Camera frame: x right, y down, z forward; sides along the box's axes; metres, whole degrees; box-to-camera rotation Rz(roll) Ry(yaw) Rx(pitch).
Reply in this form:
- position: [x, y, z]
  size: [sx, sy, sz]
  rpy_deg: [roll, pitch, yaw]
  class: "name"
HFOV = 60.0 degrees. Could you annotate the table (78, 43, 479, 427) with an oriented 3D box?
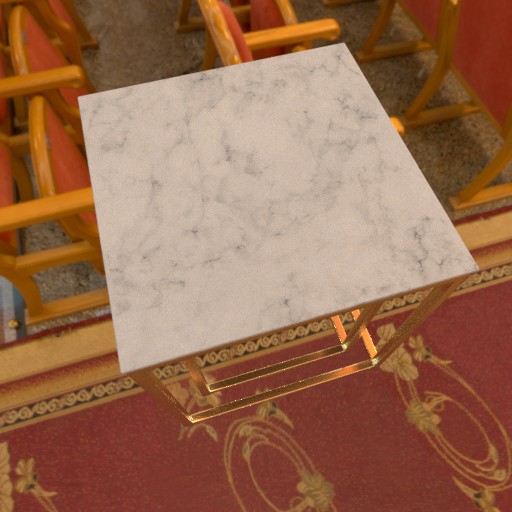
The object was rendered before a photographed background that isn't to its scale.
- position: [0.000, 0.000, 0.845]
  size: [0.450, 0.500, 0.450]
  rpy_deg: [-15, 63, -8]
  class: "table"
